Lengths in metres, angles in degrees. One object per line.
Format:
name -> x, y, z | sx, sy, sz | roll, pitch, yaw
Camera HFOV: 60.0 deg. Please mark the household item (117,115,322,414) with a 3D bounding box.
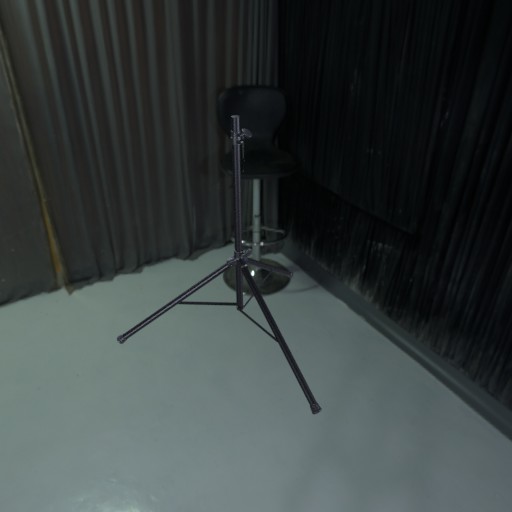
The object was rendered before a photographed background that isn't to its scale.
household item -> 0.000, 0.000, 2.729 | 1.596, 1.595, 1.339 | -18, 36, -28
